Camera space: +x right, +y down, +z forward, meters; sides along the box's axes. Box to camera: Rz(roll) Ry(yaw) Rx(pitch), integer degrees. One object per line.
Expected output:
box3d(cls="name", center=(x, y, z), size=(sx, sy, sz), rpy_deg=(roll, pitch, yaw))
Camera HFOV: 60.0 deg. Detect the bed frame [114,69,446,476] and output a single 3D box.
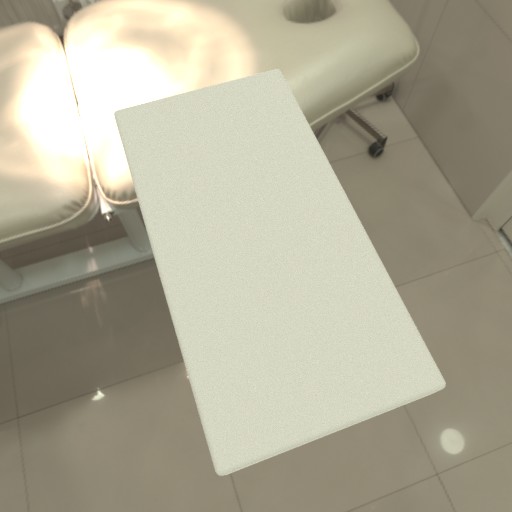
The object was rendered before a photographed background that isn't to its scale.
box3d(cls="bed frame", center=(0.000, 0.000, 2.440), size=(1.023, 0.659, 1.950), rpy_deg=(-18, 66, -8))
